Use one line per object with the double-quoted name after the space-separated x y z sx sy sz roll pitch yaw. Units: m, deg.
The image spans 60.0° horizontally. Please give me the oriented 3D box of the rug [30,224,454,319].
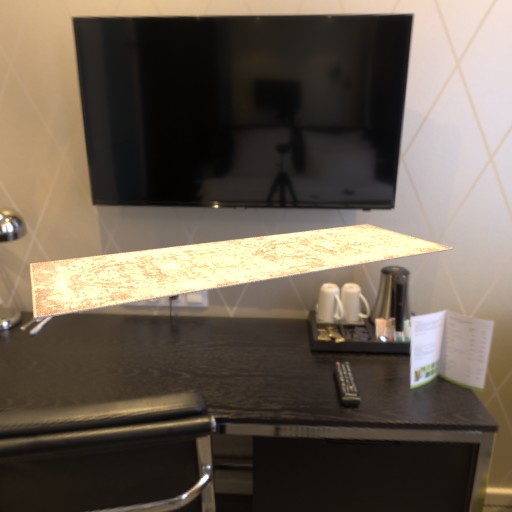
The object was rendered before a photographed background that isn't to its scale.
0.000 0.000 2.687 2.452 0.017 0.855 -8 18 -26 "rug"
